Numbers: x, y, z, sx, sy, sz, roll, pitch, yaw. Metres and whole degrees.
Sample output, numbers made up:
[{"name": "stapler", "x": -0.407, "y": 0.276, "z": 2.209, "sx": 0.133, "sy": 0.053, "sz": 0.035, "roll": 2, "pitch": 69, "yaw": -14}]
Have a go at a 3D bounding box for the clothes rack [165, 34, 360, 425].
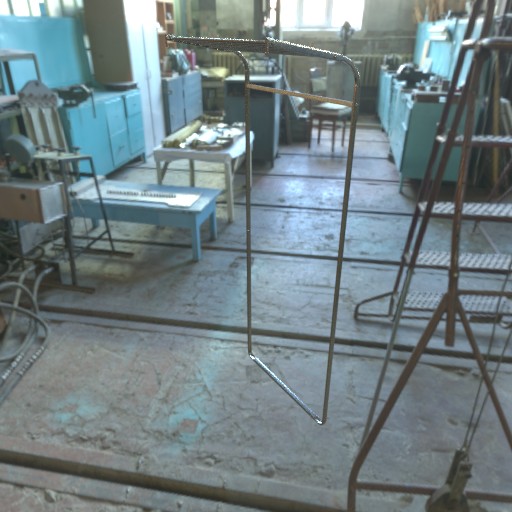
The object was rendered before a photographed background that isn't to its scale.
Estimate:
[{"name": "clothes rack", "x": 0.000, "y": 0.000, "z": 1.763, "sx": 0.349, "sy": 1.574, "sz": 0.609, "roll": -18, "pitch": 32, "yaw": -30}]
